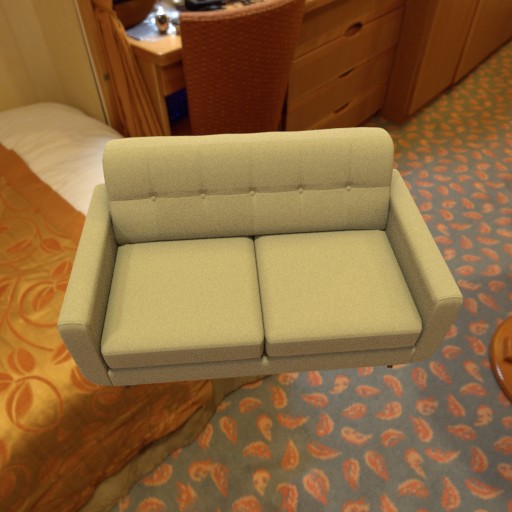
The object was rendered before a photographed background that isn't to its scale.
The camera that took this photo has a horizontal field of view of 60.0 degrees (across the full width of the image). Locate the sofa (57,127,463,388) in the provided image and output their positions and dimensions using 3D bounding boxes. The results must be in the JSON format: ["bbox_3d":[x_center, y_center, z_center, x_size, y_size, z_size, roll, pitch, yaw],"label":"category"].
[{"bbox_3d":[0.000,0.000,2.209,1.655,0.892,0.980,-3,47,-3],"label":"sofa"}]
